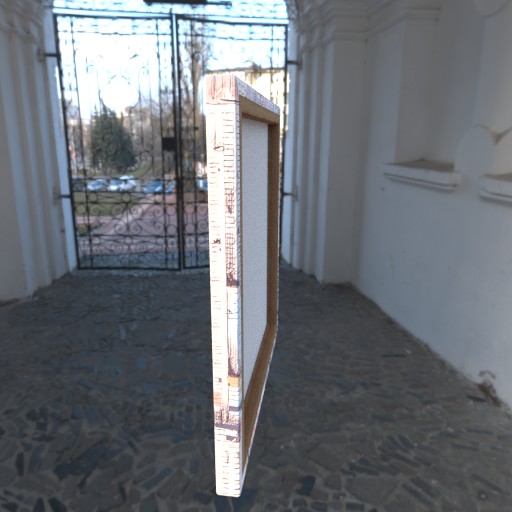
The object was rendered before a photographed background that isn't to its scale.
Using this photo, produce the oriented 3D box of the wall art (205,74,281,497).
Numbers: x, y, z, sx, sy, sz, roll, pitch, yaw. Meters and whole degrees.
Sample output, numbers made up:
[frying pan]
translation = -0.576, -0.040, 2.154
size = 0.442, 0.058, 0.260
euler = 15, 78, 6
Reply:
[wall art]
translation = 0.000, 0.000, 1.121
size = 0.048, 0.762, 0.761
euler = 2, 15, 8
